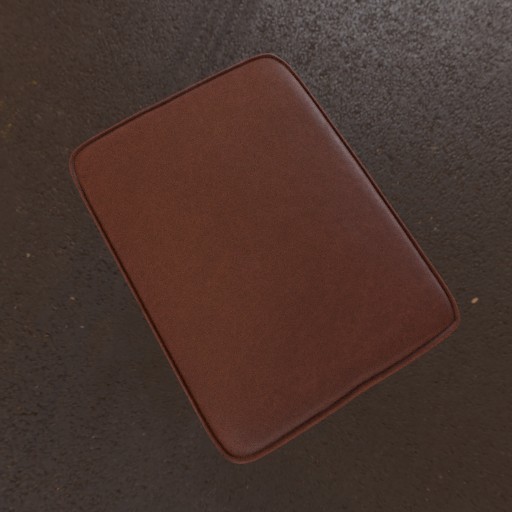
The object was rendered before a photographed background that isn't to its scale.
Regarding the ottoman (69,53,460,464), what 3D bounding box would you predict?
[{"bbox_3d":[0.000,0.000,1.079,0.548,0.449,0.749,-30,78,-7],"label":"ottoman"}]
